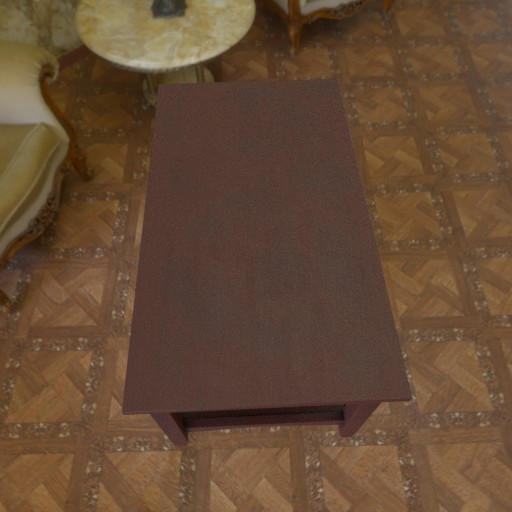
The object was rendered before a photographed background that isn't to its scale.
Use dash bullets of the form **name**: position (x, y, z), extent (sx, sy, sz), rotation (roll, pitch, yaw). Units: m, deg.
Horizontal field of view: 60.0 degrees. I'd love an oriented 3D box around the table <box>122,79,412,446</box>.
- **table**: position (0.000, 0.000, 1.253), extent (0.533, 0.456, 0.943), rotation (-2, 57, -1)
